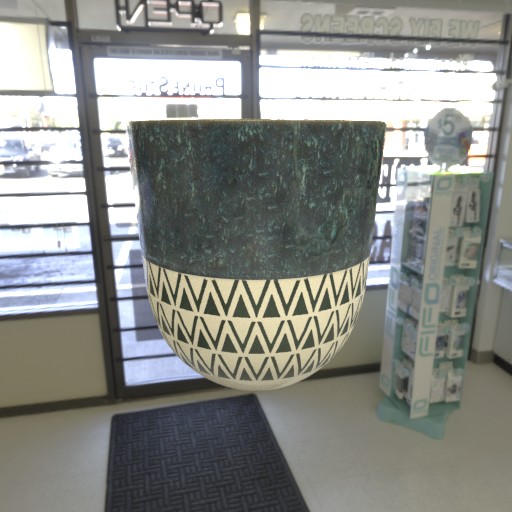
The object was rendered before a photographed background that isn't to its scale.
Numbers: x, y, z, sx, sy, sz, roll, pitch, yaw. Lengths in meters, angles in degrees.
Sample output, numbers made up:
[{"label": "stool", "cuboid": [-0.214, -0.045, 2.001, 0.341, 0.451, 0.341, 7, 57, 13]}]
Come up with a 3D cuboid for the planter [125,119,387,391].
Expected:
[{"label": "planter", "cuboid": [0.000, 0.000, 0.371, 0.195, 0.214, 0.195, 0, 16, 0]}]
